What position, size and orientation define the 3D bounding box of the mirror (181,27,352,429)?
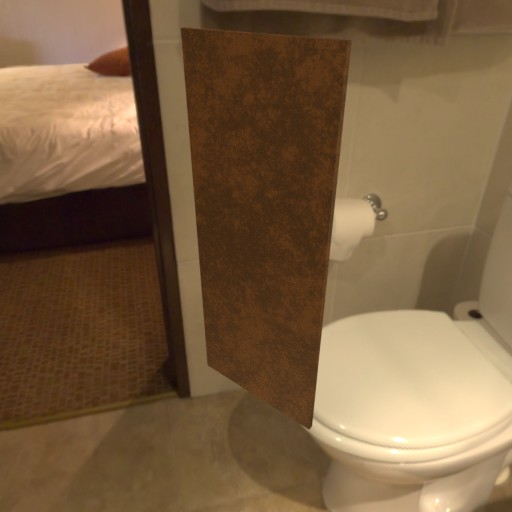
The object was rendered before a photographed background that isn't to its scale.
[{"bbox_3d":[0.000,0.000,2.254,0.812,2.031,0.032,23,38,32],"label":"mirror"}]
